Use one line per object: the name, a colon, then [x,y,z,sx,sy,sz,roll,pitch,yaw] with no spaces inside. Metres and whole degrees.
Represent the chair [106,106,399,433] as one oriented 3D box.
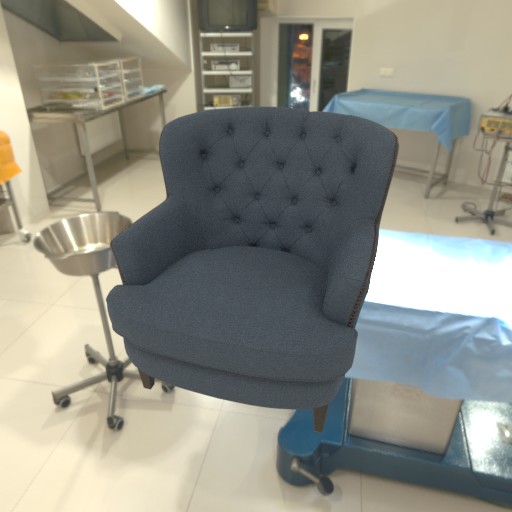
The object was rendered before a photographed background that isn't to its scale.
chair: [0.000,0.000,1.561,0.848,0.868,0.906,9,30,16]
